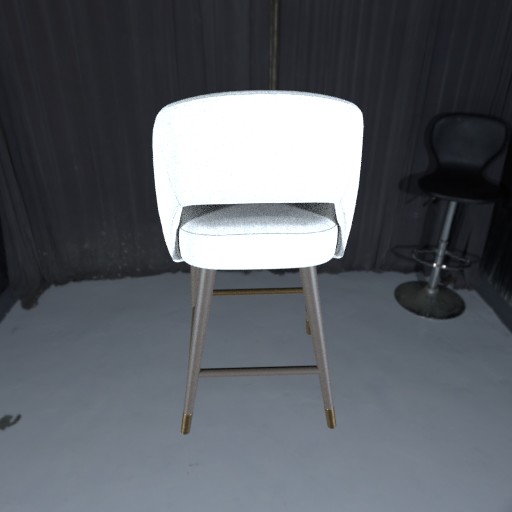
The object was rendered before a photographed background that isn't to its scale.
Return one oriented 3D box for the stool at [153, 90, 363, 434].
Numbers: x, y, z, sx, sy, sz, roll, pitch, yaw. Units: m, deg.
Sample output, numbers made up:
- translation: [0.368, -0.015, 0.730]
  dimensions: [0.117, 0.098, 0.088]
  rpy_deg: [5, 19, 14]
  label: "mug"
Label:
- translation: [0.000, 0.000, 1.230]
  dimensions: [0.494, 0.940, 0.509]
  rpy_deg: [-1, 29, -2]
  label: "stool"
